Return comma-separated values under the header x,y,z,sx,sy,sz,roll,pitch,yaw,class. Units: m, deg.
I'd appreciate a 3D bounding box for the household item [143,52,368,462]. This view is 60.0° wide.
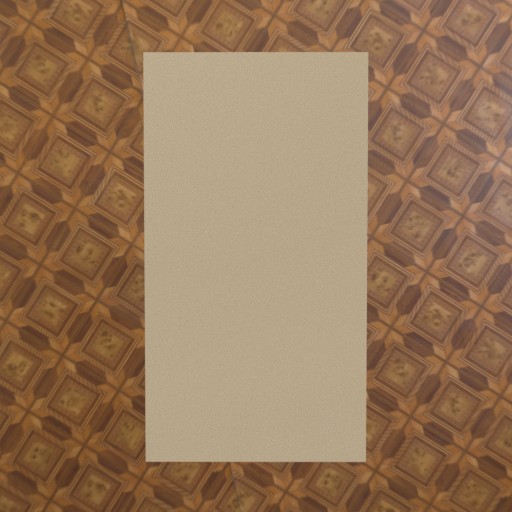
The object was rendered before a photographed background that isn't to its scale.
x,y,z,sx,sy,sz,roll,pitch,yaw,class
0.000,0.000,1.563,0.597,0.749,1.100,0,91,0,household item
